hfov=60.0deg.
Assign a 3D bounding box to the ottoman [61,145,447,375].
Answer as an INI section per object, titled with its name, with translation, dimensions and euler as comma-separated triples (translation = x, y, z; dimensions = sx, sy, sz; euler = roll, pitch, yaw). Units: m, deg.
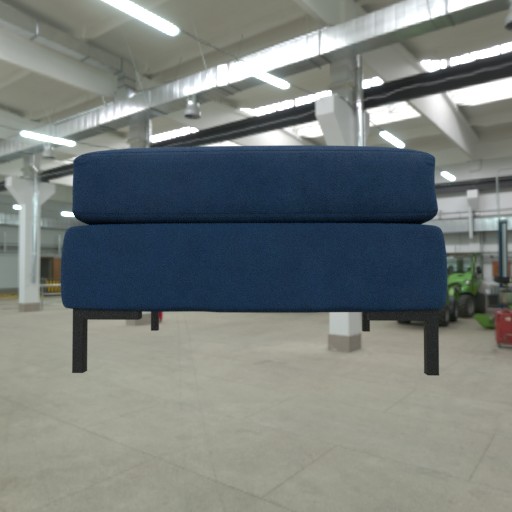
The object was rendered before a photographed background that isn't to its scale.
[ottoman]
translation = 0.000, 0.000, 1.193
dimensions = 0.794, 0.485, 0.655
euler = 0, -1, 2
